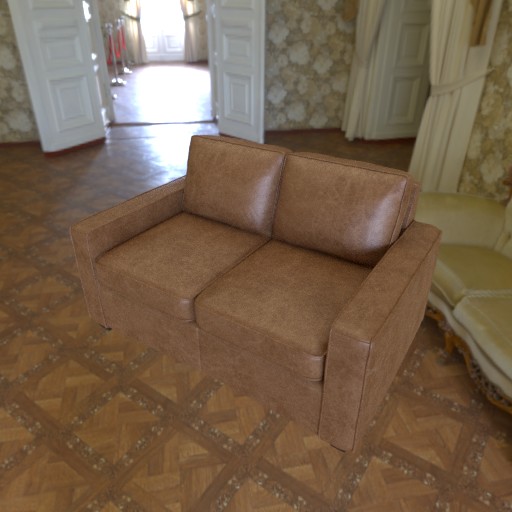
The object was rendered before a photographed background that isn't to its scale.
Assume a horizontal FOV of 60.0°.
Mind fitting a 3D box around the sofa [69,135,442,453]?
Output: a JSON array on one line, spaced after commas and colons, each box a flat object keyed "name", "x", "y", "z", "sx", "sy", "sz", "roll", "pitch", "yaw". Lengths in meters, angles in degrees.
[{"name": "sofa", "x": 0.000, "y": 0.000, "z": 2.169, "sx": 1.532, "sy": 0.896, "sz": 1.020, "roll": 18, "pitch": 35, "yaw": 28}]
